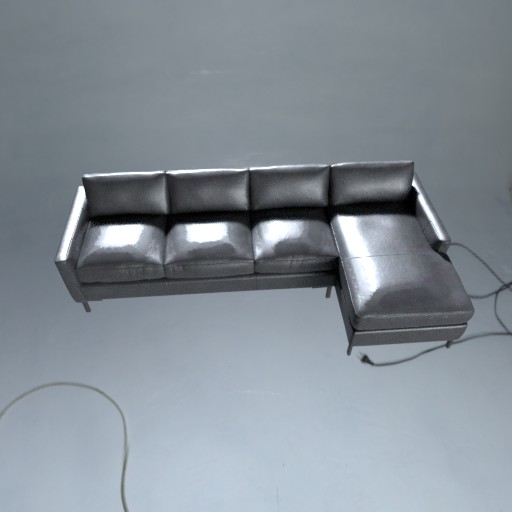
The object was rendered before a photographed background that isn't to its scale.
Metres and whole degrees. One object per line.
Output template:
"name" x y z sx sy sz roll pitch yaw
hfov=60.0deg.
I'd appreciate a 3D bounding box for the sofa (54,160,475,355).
"sofa" 0.000 0.000 3.540 2.993 0.859 1.471 -3 46 -3
